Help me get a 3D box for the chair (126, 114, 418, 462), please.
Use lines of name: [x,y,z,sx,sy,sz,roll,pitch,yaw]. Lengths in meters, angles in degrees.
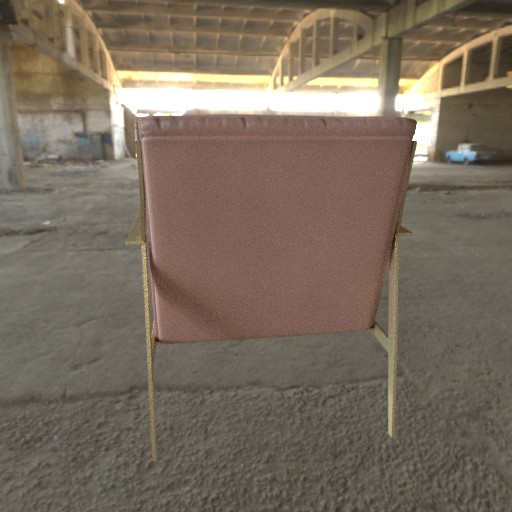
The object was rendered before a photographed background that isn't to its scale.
chair: [0.000,0.000,1.414,0.701,0.823,0.848,-2,15,-8]
